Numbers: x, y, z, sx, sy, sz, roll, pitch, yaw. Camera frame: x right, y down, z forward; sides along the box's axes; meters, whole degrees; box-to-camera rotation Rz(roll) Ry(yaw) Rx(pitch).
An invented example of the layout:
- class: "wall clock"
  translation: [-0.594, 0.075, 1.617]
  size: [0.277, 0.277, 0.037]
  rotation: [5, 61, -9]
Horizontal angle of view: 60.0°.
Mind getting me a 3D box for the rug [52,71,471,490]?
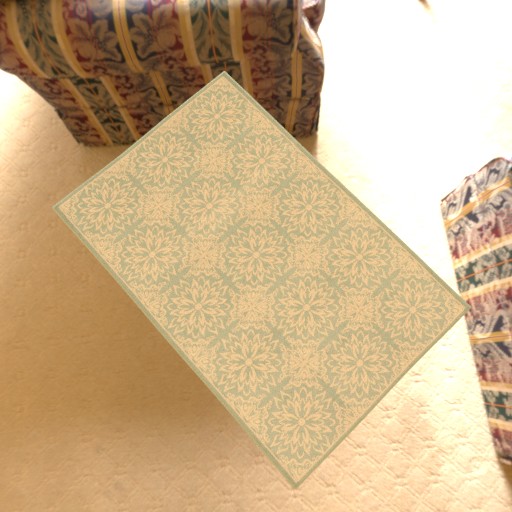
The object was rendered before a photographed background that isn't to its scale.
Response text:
- class: "rug"
  translation: [0.000, 0.000, 3.379]
  size: [1.819, 0.018, 2.746]
  rotation: [-42, 80, -9]
